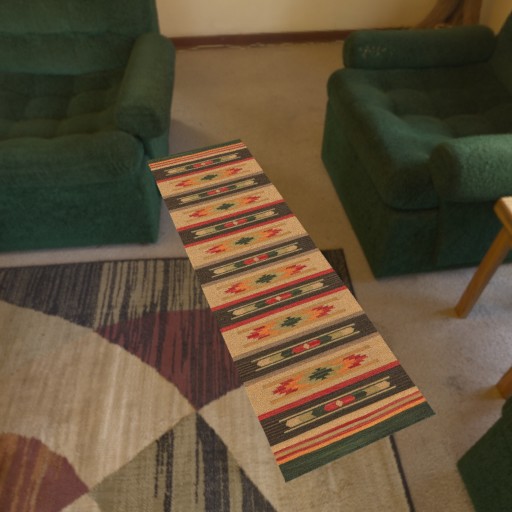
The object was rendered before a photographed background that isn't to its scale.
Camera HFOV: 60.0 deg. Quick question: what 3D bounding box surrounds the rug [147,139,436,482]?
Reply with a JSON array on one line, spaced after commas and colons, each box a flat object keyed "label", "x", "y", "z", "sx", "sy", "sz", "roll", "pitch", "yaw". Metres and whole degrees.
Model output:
[{"label": "rug", "x": 0.000, "y": 0.000, "z": 2.680, "sx": 0.760, "sy": 0.009, "sz": 2.440, "roll": -17, "pitch": 50, "yaw": -15}]
